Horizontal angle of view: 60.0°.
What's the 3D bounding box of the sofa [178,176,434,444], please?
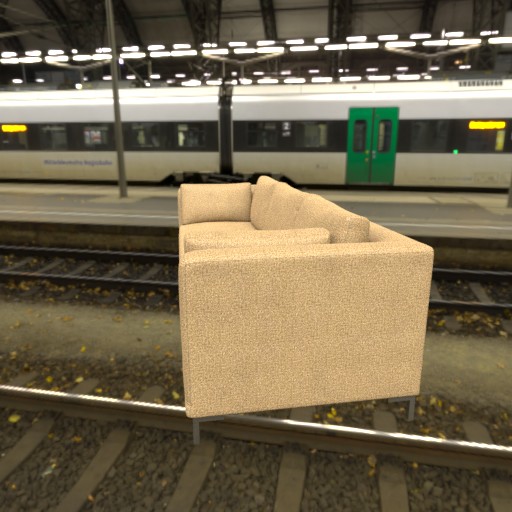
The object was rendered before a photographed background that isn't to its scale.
[{"bbox_3d":[0.000,0.000,2.830,0.969,0.867,2.415,-3,15,-9],"label":"sofa"}]
